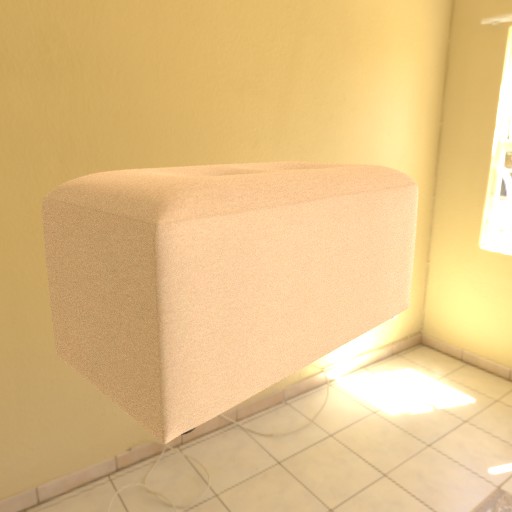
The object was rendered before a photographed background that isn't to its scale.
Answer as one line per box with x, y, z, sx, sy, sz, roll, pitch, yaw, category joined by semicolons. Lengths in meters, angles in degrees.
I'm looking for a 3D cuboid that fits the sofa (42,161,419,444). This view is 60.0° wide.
0.000;0.000;1.192;0.480;0.470;0.930;14;20;43;sofa
